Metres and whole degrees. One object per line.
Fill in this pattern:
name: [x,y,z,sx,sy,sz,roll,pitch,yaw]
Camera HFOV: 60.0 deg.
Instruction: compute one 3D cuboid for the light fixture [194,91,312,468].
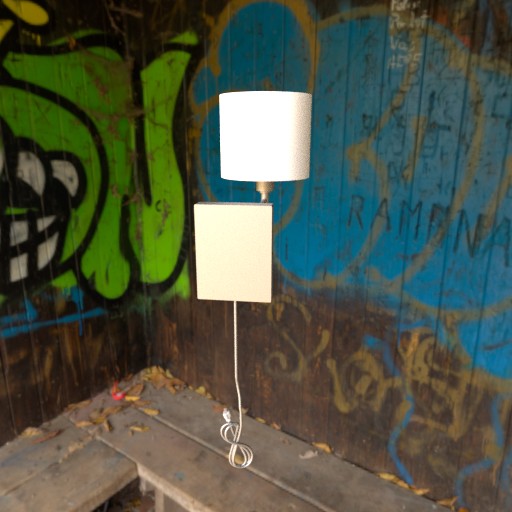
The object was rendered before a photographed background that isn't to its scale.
light fixture: [0.000,0.000,0.920,0.203,0.651,0.516,2,16,8]
